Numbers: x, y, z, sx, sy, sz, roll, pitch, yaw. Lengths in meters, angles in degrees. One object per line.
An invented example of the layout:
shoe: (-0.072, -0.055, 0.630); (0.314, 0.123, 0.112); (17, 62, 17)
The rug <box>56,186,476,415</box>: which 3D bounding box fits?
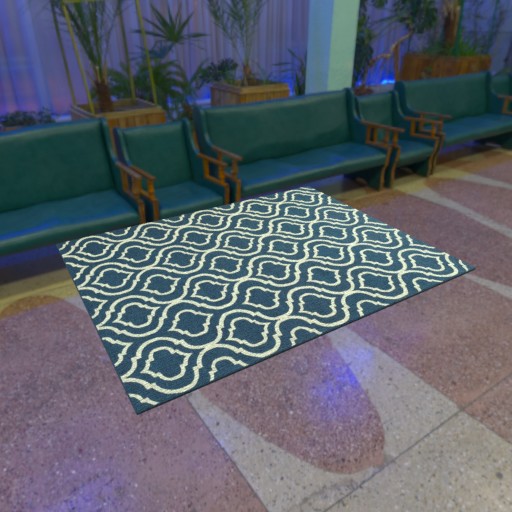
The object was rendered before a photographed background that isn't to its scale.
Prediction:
rug: (0.000, 0.000, 3.850); (2.881, 0.020, 2.270); (-17, 33, -27)
